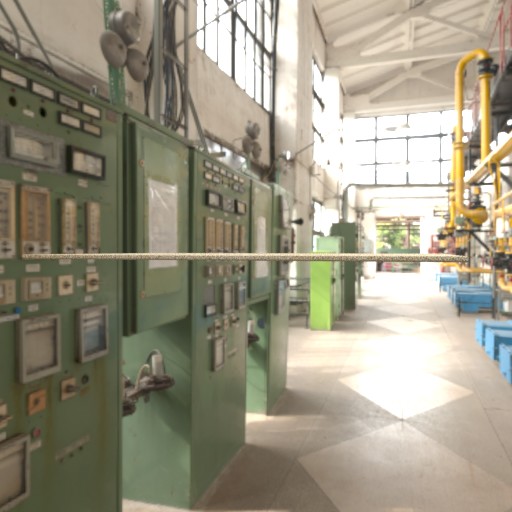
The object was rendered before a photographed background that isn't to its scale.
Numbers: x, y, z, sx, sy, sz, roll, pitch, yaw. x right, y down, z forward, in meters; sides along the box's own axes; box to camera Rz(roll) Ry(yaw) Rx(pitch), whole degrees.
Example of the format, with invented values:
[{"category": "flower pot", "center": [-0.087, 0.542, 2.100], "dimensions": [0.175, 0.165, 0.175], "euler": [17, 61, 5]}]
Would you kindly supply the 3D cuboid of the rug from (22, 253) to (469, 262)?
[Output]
[{"category": "rug", "center": [0.000, 0.000, 2.886], "dimensions": [2.346, 0.025, 1.500], "euler": [0, 1, 19]}]
